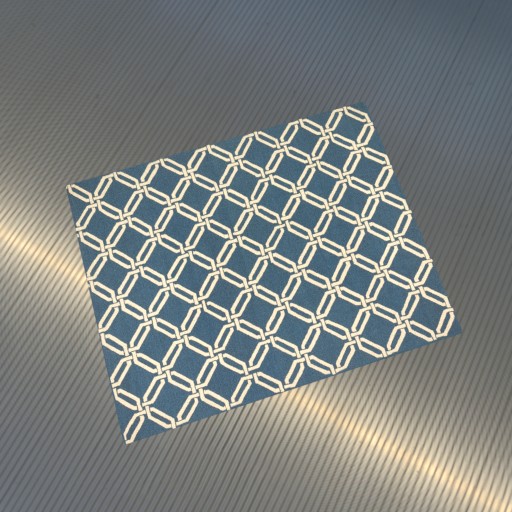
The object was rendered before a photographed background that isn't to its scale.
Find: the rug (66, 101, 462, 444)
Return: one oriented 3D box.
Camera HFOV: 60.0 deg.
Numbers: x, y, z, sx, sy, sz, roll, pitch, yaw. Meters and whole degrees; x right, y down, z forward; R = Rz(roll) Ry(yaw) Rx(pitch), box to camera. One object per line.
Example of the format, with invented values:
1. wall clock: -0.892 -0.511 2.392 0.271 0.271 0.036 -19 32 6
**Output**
1. rug: 0.000 0.000 3.812 2.867 0.020 2.277 -17 76 -4
